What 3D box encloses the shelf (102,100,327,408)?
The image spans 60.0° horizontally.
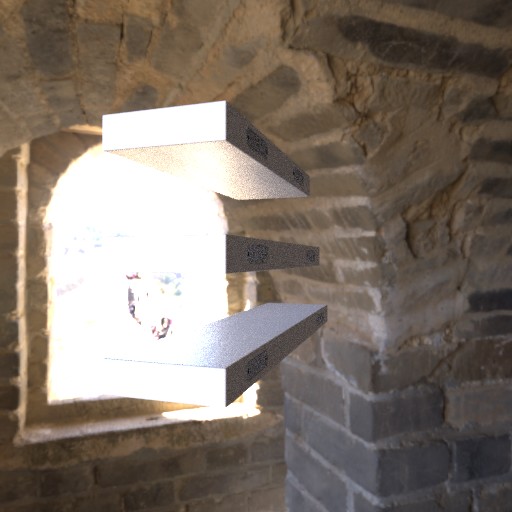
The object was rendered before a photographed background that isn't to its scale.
[{"bbox_3d":[0.000,0.000,0.731,0.140,0.293,0.610,0,0,18],"label":"shelf"}]
